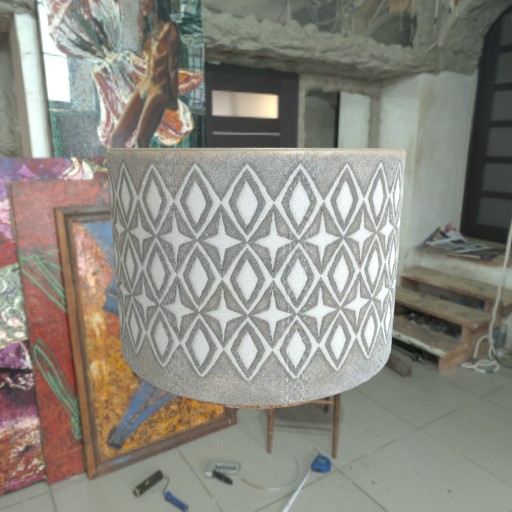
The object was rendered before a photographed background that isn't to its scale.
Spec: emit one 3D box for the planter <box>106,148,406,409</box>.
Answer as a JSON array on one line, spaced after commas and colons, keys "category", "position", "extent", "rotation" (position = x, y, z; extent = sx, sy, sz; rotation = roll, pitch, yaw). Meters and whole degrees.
[{"category": "planter", "position": [0.000, 0.000, 0.270], "extent": [0.164, 0.127, 0.164], "rotation": [0, 13, 0]}]
